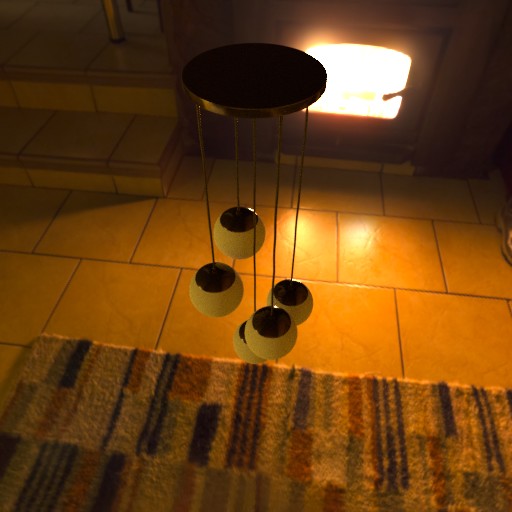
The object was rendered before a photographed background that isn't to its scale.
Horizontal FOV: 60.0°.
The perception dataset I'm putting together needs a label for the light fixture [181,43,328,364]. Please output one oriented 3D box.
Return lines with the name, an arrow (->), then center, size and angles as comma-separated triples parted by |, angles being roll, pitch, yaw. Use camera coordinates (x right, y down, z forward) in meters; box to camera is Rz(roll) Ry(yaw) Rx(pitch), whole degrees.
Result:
light fixture -> 0.000, 0.000, 1.511 | 0.484, 1.271, 0.489 | -9, 48, -9
